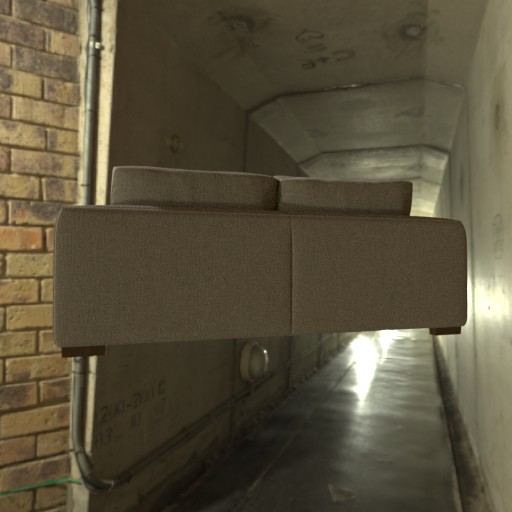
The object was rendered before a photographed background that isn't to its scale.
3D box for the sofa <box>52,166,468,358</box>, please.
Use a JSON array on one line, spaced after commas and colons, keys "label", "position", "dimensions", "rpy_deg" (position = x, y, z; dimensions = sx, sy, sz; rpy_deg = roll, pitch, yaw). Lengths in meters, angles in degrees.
[{"label": "sofa", "position": [0.000, 0.000, 2.430], "dimensions": [1.920, 0.800, 1.069], "rpy_deg": [0, -1, -17]}]
